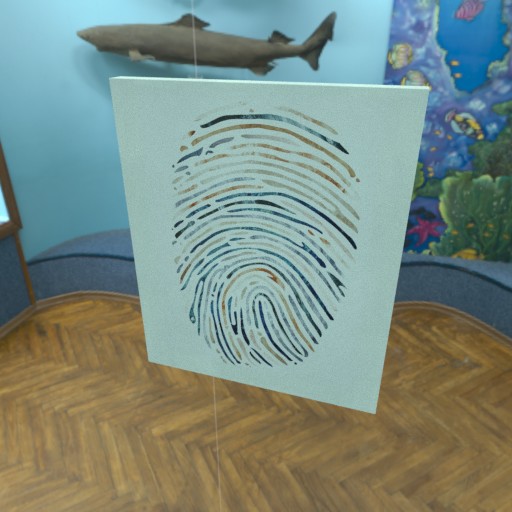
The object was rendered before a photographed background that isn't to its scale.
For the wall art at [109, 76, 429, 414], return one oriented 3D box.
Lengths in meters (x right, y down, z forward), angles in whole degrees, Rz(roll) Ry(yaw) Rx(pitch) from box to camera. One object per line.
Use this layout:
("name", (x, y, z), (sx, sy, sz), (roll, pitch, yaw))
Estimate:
("wall art", (0.000, 0.000, 0.825), (0.508, 0.606, 0.037), (8, 28, 16))
